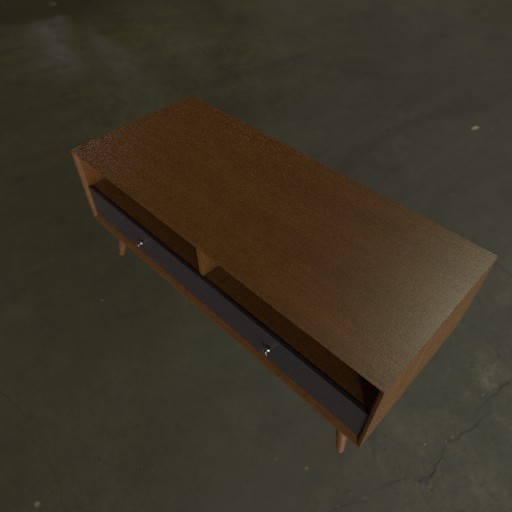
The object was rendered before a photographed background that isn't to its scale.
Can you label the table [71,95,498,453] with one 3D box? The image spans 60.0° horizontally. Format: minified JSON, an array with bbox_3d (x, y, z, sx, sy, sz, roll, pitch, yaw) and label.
[{"bbox_3d":[0.000,0.000,1.362,1.119,0.464,0.490,36,56,29],"label":"table"}]
